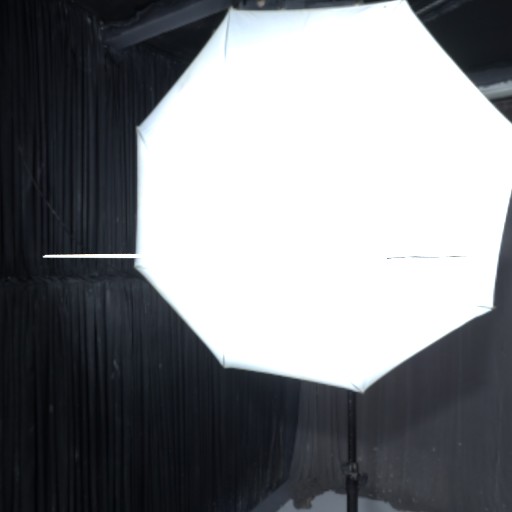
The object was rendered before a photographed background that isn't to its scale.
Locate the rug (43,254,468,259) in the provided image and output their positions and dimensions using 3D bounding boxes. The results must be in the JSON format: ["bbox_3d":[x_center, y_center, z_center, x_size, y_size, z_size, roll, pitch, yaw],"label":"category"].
[{"bbox_3d":[0.000,0.000,3.696,2.901,0.026,2.043,0,0,35],"label":"rug"}]
